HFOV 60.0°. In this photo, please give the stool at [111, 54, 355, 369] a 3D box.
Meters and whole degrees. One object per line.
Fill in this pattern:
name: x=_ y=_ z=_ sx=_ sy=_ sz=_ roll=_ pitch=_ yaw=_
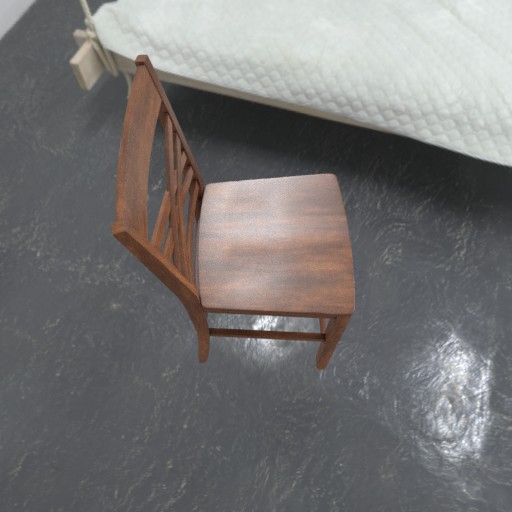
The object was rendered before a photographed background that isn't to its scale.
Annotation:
stool: x=0.000 y=0.000 z=1.352 sx=0.539 sy=1.079 sz=0.462 roll=-1 pitch=62 yaw=-1
